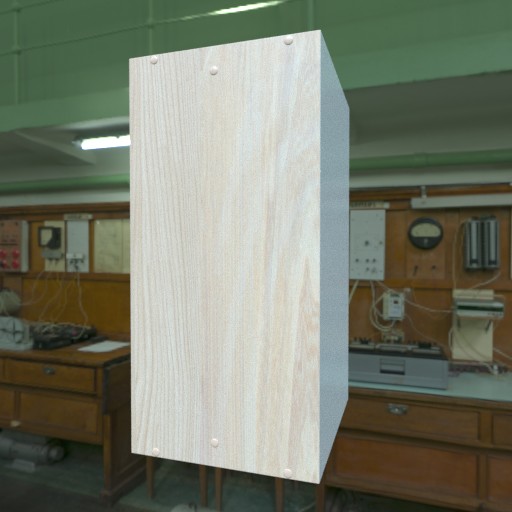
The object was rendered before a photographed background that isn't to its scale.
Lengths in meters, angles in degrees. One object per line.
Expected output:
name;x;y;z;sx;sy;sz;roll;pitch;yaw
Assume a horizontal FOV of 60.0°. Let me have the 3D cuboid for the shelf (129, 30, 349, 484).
shelf;0.000;0.000;0.795;0.290;0.600;0.350;0;1;18
